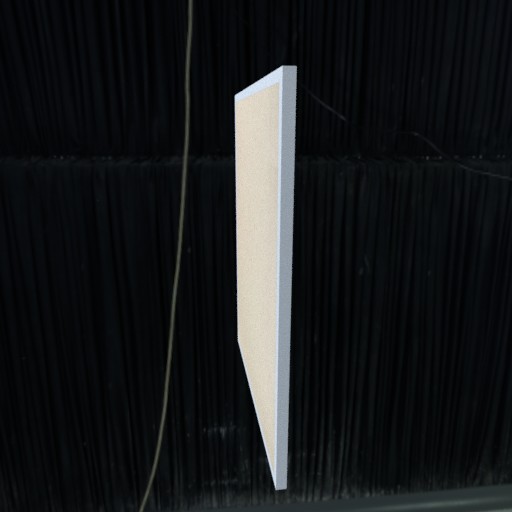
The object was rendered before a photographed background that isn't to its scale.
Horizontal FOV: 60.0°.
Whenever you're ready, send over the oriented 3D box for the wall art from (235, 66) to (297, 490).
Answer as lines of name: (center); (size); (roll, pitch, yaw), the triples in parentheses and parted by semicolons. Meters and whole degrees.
wall art: (0.000, 0.000, 0.633); (0.013, 0.456, 0.382); (-2, 16, -9)
